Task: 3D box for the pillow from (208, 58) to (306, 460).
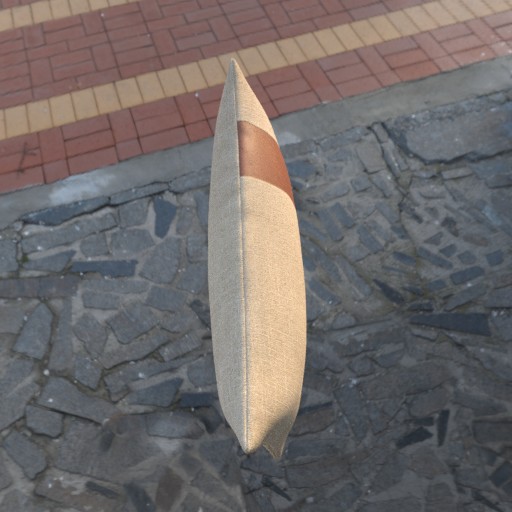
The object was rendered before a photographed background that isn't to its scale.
[{"bbox_3d":[0.000,0.000,0.736,0.155,0.282,0.612,-3,63,-1],"label":"pillow"}]
